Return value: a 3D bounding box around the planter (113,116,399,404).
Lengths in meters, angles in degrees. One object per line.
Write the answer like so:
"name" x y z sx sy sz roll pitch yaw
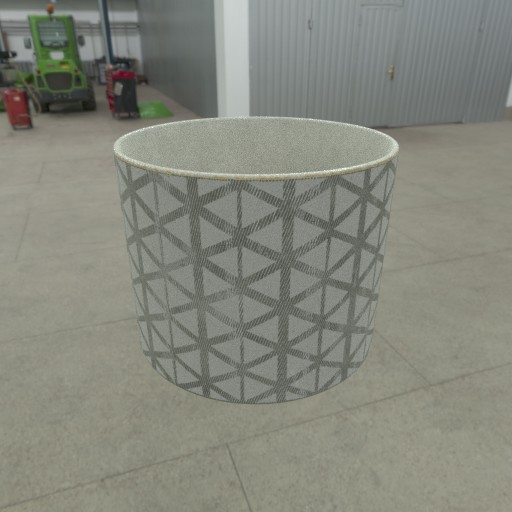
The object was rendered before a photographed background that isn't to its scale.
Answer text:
"planter" 0.000 0.000 0.455 0.250 0.239 0.250 0 26 0
